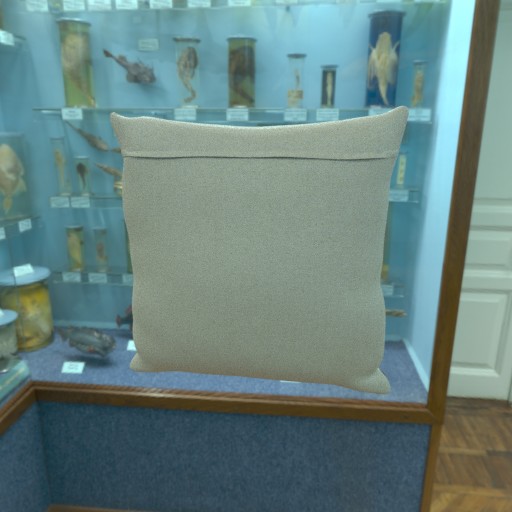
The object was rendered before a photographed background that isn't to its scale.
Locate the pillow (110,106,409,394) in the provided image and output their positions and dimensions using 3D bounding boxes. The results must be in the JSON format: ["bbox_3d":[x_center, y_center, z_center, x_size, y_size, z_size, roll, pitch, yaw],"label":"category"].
[{"bbox_3d":[0.000,0.000,0.690,0.440,0.441,0.182,2,16,8],"label":"pillow"}]
